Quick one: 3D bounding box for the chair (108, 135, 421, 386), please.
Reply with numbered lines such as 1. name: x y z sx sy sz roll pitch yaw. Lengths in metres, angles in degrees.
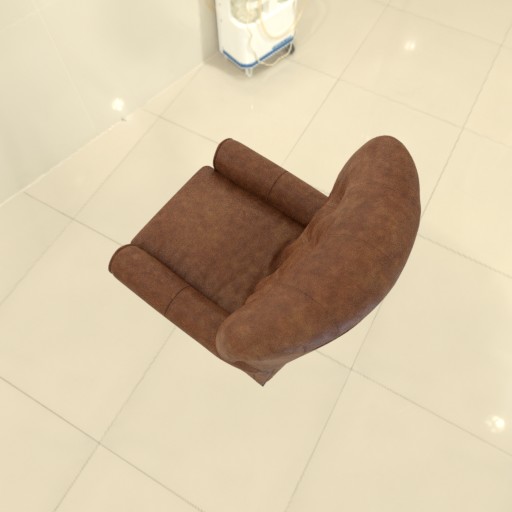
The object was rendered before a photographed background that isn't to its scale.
1. chair: 0.000 0.000 1.912 1.059 1.164 0.951 34 69 15
